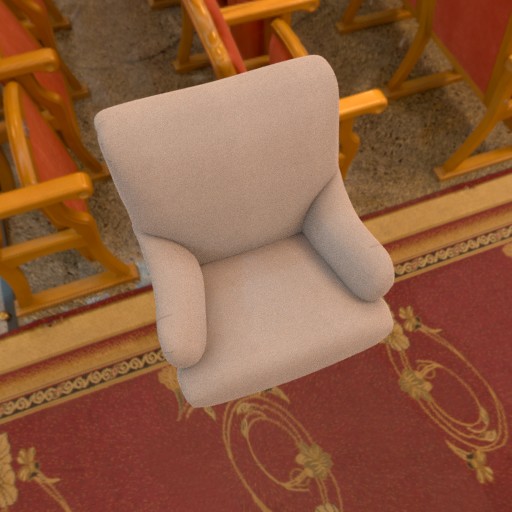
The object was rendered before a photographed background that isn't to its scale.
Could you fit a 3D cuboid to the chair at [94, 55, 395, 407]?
[{"bbox_3d":[0.000,0.000,1.556,0.766,0.942,0.842,-18,66,-8],"label":"chair"}]
